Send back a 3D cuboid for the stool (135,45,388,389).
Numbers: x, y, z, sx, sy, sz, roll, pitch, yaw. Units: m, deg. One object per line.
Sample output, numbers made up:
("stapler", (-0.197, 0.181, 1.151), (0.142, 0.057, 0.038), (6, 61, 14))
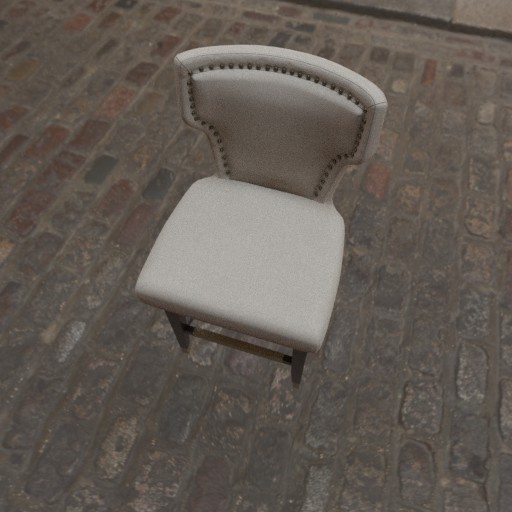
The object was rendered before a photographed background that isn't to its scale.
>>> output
("stool", (0.000, 0.000, 1.391), (0.526, 1.092, 0.563), (15, 61, 9))
